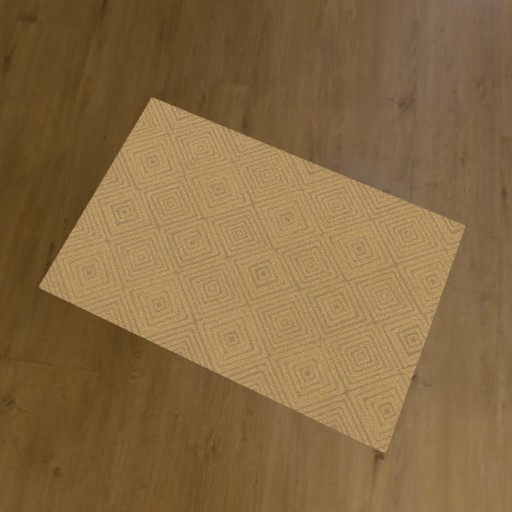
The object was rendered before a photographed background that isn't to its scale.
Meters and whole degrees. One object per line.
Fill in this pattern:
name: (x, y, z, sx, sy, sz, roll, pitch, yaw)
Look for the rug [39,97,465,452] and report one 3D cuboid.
rug: (0.000, 0.000, 2.152, 1.753, 0.008, 1.143, 24, 76, 6)
